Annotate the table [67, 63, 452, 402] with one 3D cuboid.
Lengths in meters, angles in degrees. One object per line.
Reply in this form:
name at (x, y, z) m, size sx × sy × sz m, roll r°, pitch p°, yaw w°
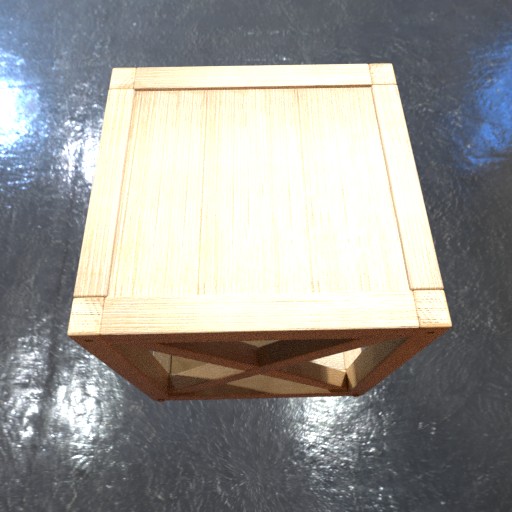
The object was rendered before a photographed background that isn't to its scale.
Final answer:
table at (0.000, 0.000, 1.032) m, size 0.559 × 0.610 × 0.558 m, roll -1°, pitch 63°, yaw -1°
